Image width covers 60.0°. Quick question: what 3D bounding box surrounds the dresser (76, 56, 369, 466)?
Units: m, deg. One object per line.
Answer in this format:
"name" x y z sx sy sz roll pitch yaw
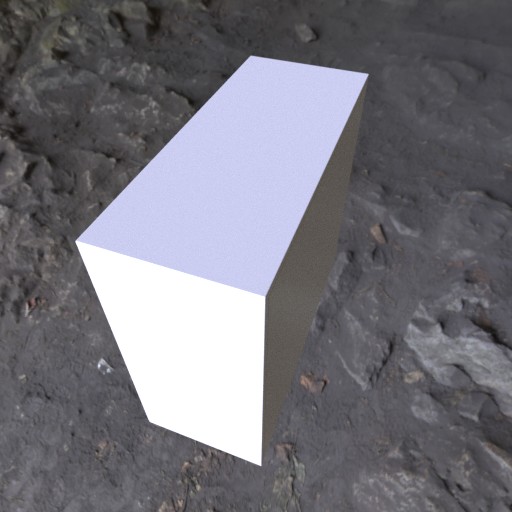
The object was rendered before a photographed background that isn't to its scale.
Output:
"dresser" 0.000 0.000 1.664 0.460 1.000 1.100 15 48 14
